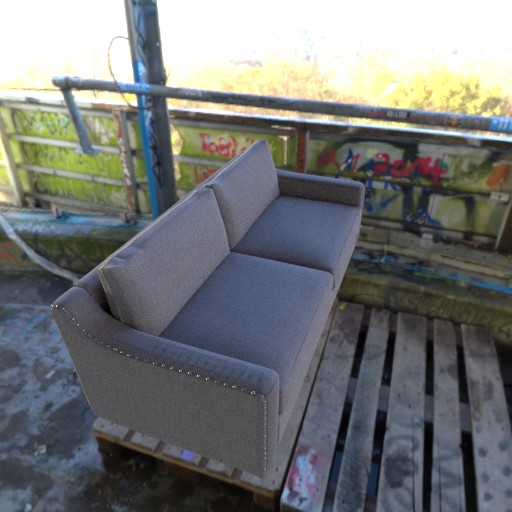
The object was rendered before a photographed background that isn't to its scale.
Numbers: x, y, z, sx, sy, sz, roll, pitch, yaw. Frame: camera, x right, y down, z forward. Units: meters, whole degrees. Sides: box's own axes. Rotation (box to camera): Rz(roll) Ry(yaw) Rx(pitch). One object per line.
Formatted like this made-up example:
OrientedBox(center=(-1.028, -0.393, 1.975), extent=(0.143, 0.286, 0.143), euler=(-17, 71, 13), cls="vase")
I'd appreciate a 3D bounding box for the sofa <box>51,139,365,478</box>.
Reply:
OrientedBox(center=(0.000, 0.000, 2.704), extent=(1.000, 0.857, 2.208), euler=(11, 34, 18), cls="sofa")
